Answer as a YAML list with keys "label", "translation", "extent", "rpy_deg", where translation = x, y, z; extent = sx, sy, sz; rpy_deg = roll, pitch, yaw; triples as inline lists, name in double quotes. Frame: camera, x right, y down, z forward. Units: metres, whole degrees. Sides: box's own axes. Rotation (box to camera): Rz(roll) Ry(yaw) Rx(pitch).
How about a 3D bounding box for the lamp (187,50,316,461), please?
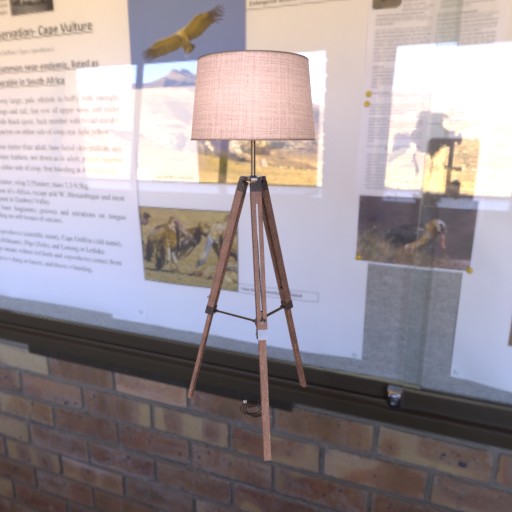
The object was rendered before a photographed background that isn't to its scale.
- label: "lamp"
  translation: [0.000, 0.000, 1.832]
  extent: [0.604, 1.510, 0.587]
  rpy_deg: [-3, 15, -10]
